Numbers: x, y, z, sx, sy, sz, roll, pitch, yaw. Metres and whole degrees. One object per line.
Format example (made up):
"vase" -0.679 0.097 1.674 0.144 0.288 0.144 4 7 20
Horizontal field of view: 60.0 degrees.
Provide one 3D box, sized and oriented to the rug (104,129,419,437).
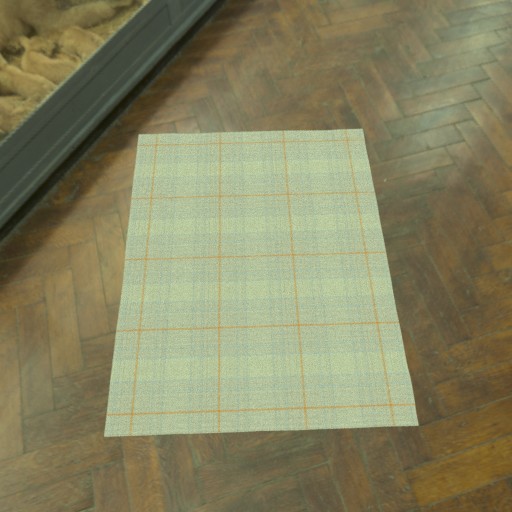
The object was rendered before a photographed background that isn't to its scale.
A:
"rug" 0.000 0.000 4.125 2.448 0.021 3.051 -2 63 -1
